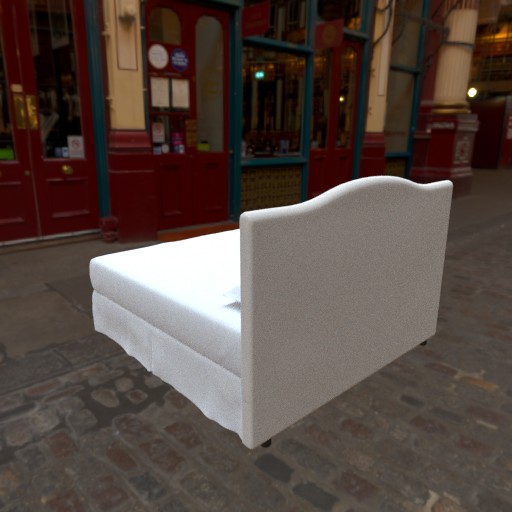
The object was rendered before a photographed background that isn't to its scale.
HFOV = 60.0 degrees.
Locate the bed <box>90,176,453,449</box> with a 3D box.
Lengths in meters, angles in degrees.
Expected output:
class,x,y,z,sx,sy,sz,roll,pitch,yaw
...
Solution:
class,x,y,z,sx,sy,sz,roll,pitch,yaw
bed,0.000,0.000,3.597,2.083,1.421,2.182,-14,21,-41
